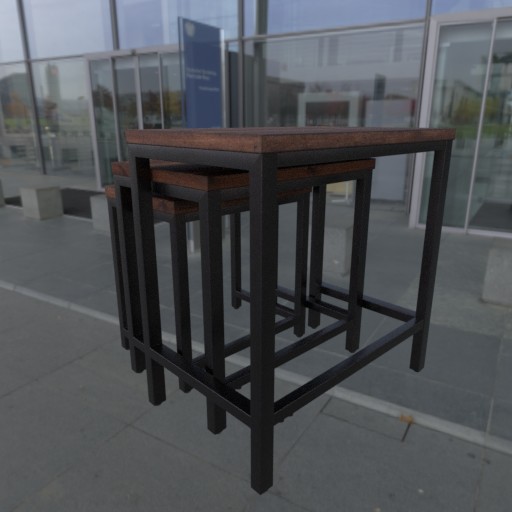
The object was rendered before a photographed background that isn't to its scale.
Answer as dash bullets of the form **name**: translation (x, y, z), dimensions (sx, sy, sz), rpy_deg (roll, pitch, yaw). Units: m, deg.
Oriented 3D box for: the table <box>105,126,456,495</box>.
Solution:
- **table**: translation (0.000, 0.000, 1.109), dimensions (0.608, 0.616, 0.660), rpy_deg (-16, 23, -41)
